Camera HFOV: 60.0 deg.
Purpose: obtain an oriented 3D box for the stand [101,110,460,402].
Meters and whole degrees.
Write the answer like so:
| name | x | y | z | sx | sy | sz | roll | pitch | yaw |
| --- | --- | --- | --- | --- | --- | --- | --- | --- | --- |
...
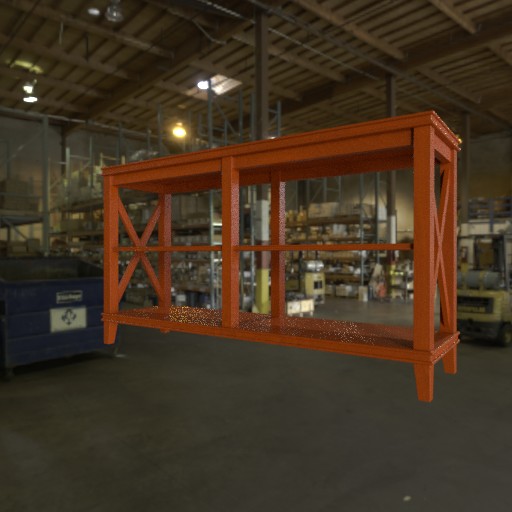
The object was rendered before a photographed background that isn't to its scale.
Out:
| name | x | y | z | sx | sy | sz | roll | pitch | yaw |
| --- | --- | --- | --- | --- | --- | --- | --- | --- | --- |
| stand | 0.000 | 0.000 | 1.692 | 1.372 | 0.762 | 0.381 | 0 | 0 | 34 |
